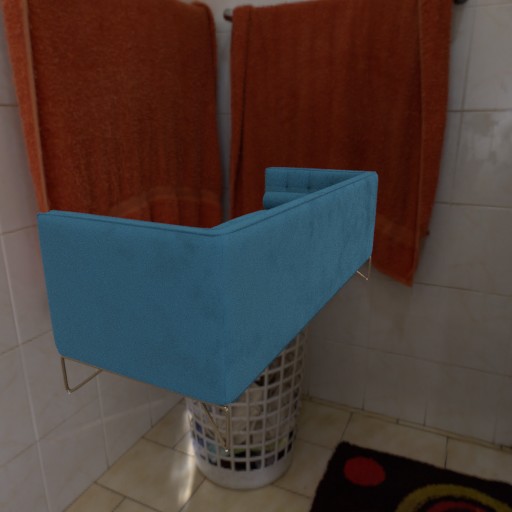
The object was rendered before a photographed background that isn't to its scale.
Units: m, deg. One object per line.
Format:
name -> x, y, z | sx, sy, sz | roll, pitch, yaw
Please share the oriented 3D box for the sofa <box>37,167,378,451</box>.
sofa -> 0.000, 0.000, 2.480 | 0.867, 0.789, 2.087 | 8, 19, 26
